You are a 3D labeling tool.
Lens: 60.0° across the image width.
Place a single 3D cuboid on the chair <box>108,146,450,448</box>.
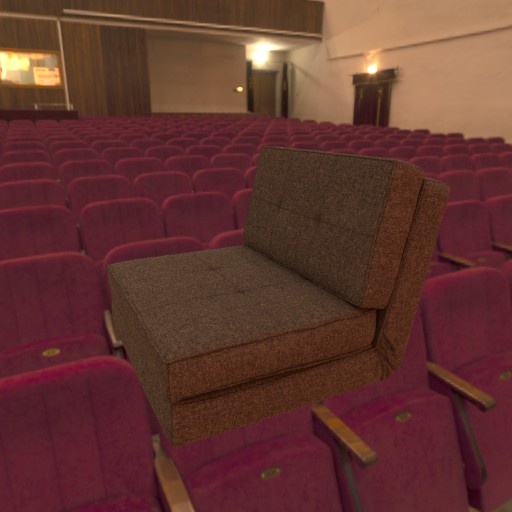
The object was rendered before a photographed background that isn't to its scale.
[{"bbox_3d":[0.000,0.000,1.360,0.800,0.615,0.740,-8,19,-25],"label":"chair"}]
